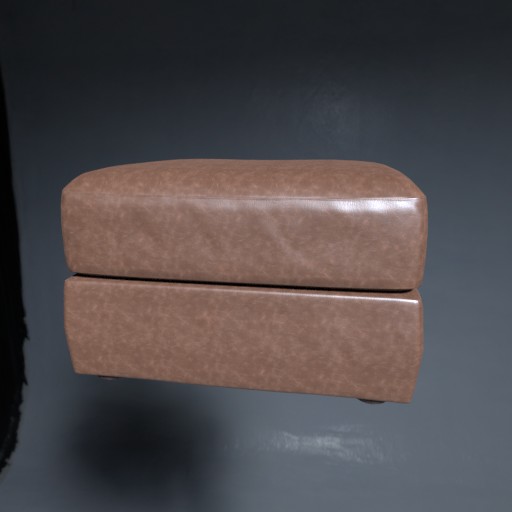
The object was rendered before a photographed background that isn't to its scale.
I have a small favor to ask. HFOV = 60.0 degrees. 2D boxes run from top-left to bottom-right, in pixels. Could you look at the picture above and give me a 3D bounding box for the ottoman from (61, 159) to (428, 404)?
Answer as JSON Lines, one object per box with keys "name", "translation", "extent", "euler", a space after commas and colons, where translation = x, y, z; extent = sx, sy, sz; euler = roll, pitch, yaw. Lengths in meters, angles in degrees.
{"name": "ottoman", "translation": [0.000, 0.000, 1.134], "extent": [0.751, 0.476, 0.603], "euler": [2, 15, 9]}
